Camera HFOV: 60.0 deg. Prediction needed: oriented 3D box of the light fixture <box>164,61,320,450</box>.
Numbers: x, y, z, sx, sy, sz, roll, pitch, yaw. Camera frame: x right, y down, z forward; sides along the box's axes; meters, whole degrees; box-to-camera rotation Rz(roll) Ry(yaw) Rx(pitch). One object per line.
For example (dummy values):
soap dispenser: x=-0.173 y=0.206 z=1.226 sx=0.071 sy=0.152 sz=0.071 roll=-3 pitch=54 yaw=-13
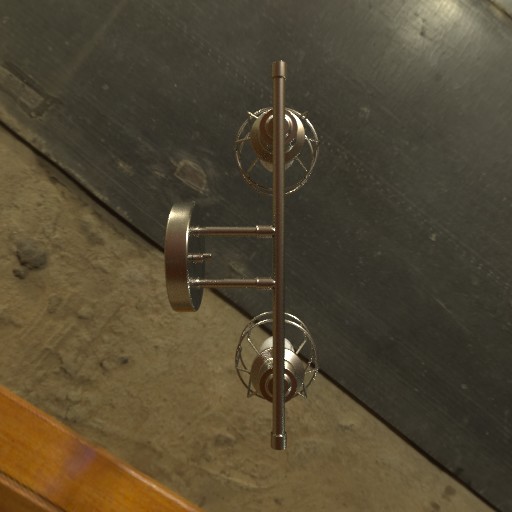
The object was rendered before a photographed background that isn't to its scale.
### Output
light fixture: x=0.000 y=0.000 z=0.540 sx=0.165 sy=0.254 sz=0.406 roll=0 pitch=91 yaw=2
